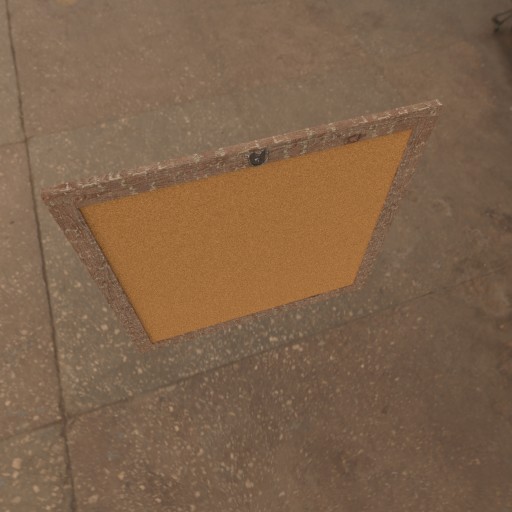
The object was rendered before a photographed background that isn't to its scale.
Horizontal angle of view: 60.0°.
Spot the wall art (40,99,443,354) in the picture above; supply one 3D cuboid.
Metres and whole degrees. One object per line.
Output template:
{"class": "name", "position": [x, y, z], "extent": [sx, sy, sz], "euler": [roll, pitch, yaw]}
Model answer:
{"class": "wall art", "position": [0.000, 0.000, 0.570], "extent": [0.384, 0.384, 0.012], "euler": [-15, 59, -9]}
